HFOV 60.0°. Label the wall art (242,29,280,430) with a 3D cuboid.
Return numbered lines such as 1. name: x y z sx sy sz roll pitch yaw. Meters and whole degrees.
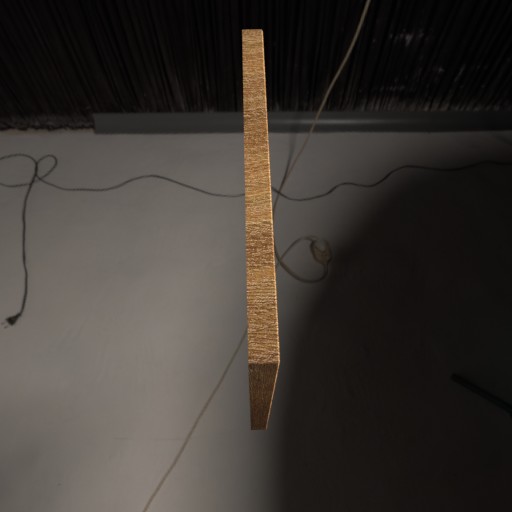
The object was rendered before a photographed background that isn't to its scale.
1. wall art: 0.000 0.000 0.924 0.042 0.608 0.611 -1 62 -1
